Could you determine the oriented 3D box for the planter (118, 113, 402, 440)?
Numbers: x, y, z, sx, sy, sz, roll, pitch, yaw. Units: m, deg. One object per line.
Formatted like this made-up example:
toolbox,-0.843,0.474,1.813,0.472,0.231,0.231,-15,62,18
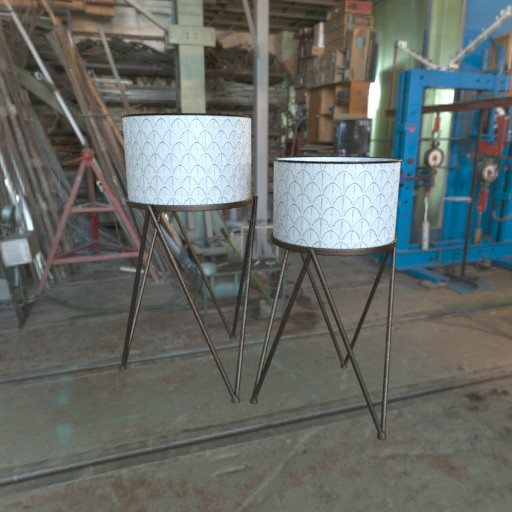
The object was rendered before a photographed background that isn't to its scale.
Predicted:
planter,0.000,0.000,1.177,0.769,0.712,0.413,7,16,25
